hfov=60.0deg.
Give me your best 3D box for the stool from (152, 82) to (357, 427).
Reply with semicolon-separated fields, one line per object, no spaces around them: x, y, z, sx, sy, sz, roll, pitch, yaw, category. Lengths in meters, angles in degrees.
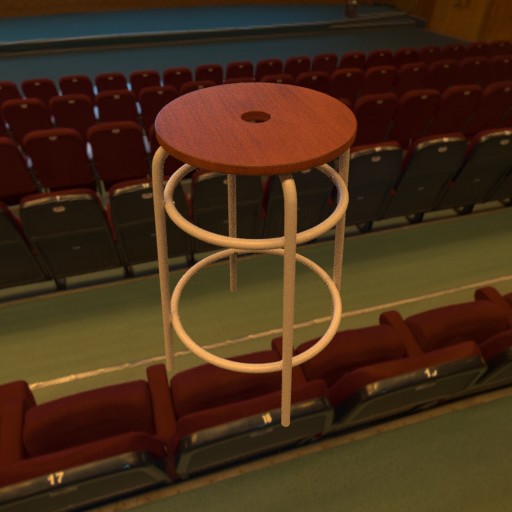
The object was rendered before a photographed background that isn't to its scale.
0.000;0.000;0.938;0.455;0.610;0.455;-11;41;-13;stool
